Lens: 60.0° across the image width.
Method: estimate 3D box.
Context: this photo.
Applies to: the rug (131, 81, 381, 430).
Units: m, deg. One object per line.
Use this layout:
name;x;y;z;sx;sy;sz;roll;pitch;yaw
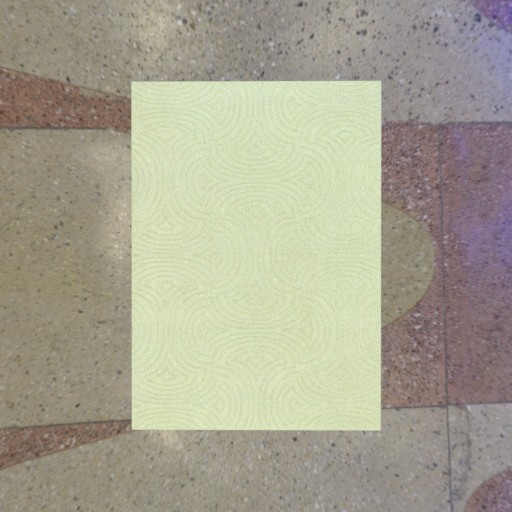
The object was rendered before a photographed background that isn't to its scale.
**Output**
rug;0.000;0.000;2.709;1.526;0.015;2.132;0;90;1
